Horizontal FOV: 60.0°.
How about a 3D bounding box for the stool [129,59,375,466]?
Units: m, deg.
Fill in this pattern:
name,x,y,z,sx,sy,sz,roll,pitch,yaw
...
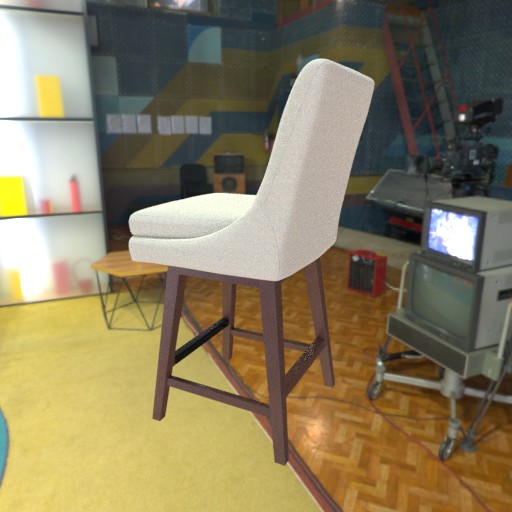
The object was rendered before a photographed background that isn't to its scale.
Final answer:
name,x,y,z,sx,sy,sz,roll,pitch,yaw
stool,0.000,0.000,1.300,0.559,0.991,0.483,8,18,26
